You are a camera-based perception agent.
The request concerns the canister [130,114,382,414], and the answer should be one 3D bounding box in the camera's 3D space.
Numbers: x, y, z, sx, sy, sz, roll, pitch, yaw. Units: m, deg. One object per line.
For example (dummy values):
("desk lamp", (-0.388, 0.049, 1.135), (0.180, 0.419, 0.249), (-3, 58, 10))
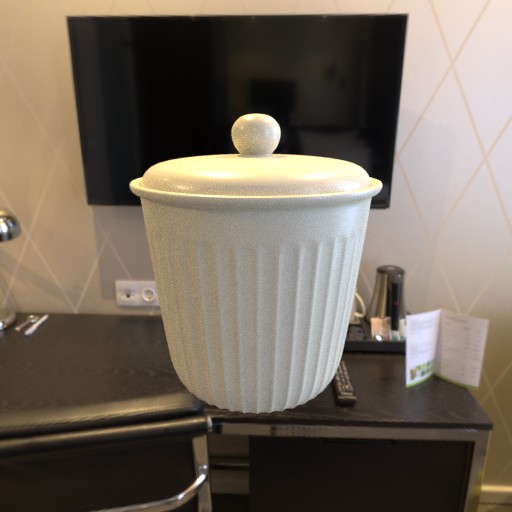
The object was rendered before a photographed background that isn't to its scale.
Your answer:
("canister", (0.000, 0.000, 0.345), (0.181, 0.211, 0.181), (0, 16, 0))
